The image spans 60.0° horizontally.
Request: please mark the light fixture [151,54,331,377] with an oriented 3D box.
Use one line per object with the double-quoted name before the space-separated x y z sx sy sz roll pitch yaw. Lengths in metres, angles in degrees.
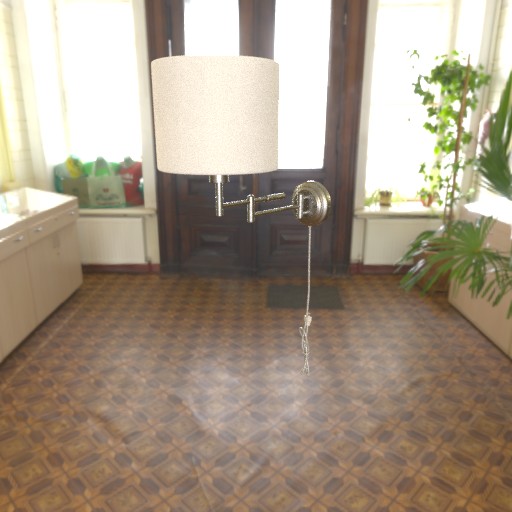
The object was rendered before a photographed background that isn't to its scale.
"light fixture" 0.000 0.000 1.076 0.253 0.842 0.479 16 22 42
